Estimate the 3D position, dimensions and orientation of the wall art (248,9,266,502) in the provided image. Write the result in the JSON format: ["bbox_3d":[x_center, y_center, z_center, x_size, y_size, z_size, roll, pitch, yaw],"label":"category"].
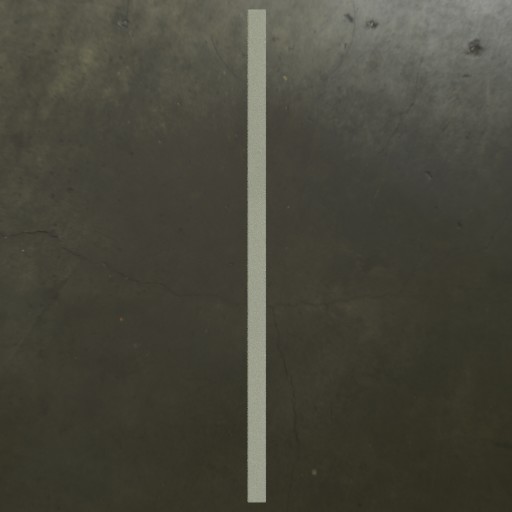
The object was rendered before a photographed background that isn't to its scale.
[{"bbox_3d":[0.000,0.000,1.123,0.033,0.617,0.906,0,90,0],"label":"wall art"}]
